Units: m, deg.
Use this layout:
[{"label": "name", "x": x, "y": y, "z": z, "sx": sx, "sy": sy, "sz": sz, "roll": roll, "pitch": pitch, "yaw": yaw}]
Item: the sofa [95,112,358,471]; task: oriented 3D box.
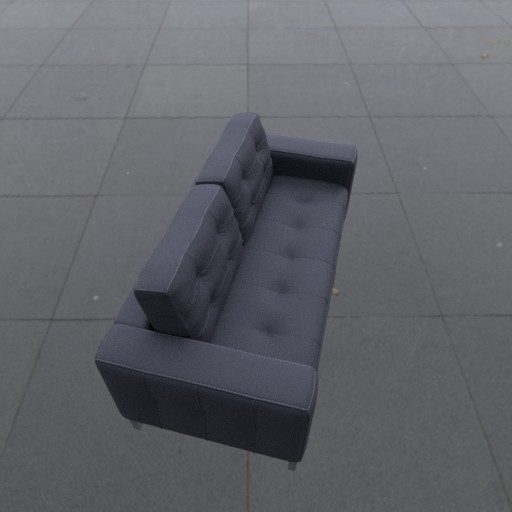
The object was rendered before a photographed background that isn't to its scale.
[{"label": "sofa", "x": 0.000, "y": 0.000, "z": 2.256, "sx": 0.833, "sy": 0.893, "sz": 1.726, "roll": 10, "pitch": 47, "yaw": 10}]
